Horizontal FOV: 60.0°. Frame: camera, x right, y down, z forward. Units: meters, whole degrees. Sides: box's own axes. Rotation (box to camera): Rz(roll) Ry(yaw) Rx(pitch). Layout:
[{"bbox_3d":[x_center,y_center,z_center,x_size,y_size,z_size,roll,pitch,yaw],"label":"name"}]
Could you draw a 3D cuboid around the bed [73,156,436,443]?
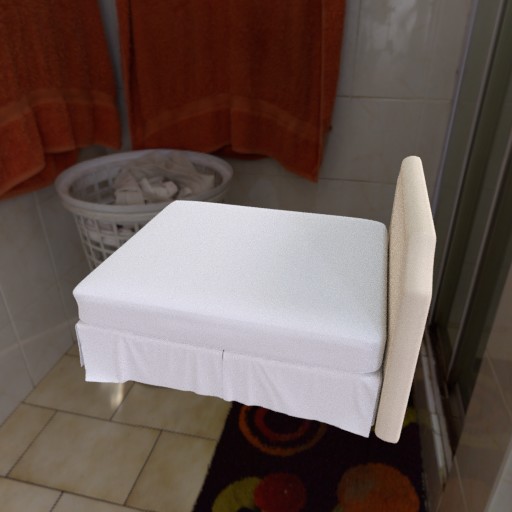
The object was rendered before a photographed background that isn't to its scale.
[{"bbox_3d":[0.000,0.000,3.295,2.209,1.296,1.827,7,30,13],"label":"bed"}]
